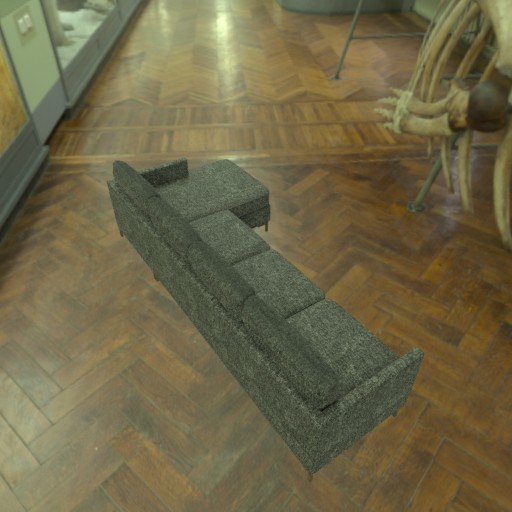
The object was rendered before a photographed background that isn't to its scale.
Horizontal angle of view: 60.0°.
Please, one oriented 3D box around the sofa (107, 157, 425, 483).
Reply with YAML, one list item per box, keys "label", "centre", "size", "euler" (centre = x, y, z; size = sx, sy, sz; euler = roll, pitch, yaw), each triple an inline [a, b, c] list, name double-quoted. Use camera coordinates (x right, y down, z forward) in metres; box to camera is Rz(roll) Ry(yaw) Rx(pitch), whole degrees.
- label: "sofa"
  centre: [0.000, 0.000, 4.042]
  size: [1.488, 0.970, 3.384]
  euler: [-24, 46, -26]
